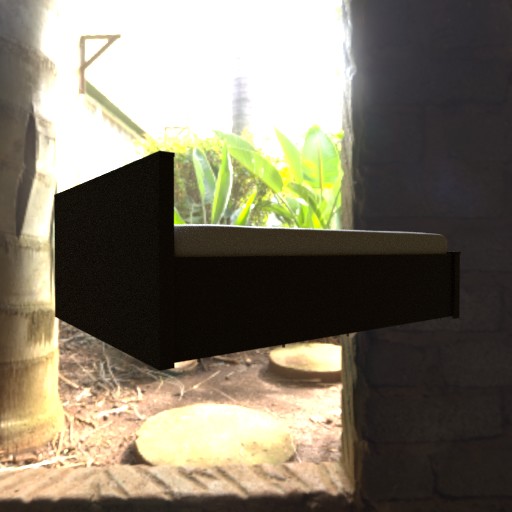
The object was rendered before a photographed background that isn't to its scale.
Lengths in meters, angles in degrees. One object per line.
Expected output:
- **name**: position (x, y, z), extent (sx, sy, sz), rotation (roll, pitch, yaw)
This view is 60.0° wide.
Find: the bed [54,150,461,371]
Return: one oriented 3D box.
- **bed**: position (0.000, 0.000, 2.904), extent (2.103, 0.808, 1.634), rotation (-1, 1, -37)
